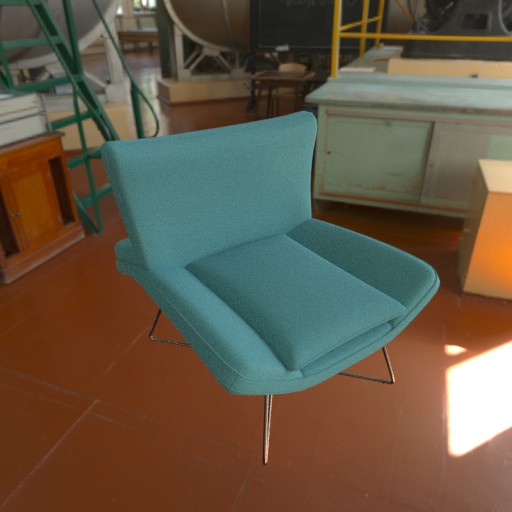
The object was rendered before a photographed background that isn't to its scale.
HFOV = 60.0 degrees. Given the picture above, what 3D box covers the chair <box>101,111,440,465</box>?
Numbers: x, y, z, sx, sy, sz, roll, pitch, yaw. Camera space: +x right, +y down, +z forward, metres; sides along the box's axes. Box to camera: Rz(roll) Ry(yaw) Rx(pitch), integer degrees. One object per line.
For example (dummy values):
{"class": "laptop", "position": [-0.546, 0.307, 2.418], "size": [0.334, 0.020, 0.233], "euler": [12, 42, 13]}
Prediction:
{"class": "chair", "position": [0.000, 0.000, 1.615], "size": [0.859, 0.855, 1.008], "euler": [-19, 35, -30]}
